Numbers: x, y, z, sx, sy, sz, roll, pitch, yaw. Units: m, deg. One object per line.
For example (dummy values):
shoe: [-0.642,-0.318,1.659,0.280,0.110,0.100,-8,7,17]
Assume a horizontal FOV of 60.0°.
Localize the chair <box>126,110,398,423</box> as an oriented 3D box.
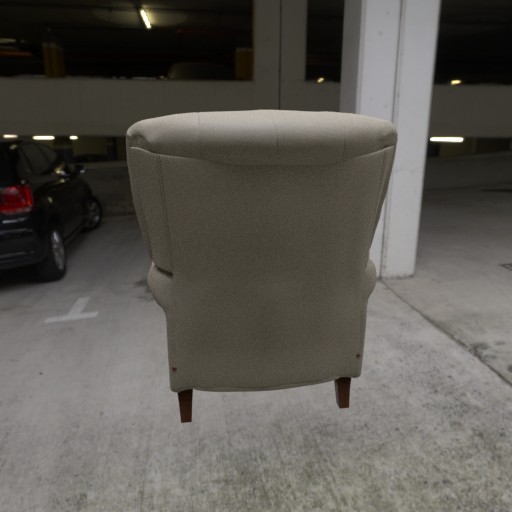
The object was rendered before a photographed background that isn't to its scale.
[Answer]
chair: [0.000,0.000,1.908,0.943,1.158,1.059,-2,16,-8]
